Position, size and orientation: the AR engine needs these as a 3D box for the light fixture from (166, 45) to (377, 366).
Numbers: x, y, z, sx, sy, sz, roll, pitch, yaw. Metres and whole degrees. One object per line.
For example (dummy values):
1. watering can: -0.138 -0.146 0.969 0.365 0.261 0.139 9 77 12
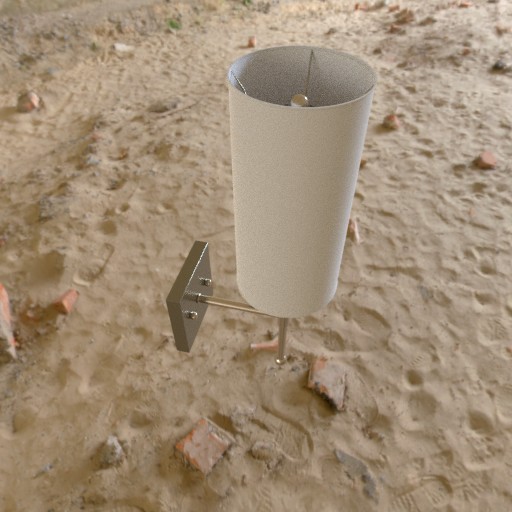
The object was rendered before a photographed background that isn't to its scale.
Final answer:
1. light fixture: 0.000 0.000 0.549 0.208 0.462 0.128 10 46 10
